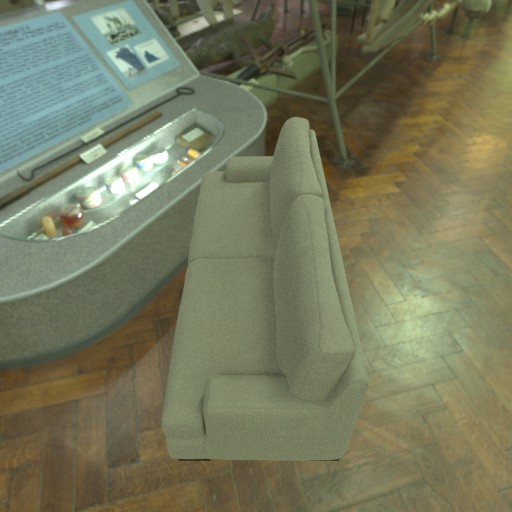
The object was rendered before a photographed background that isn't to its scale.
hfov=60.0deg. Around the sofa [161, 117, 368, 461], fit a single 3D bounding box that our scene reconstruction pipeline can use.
[{"bbox_3d":[0.000,0.000,2.941,0.962,0.980,2.354,0,42,0],"label":"sofa"}]
